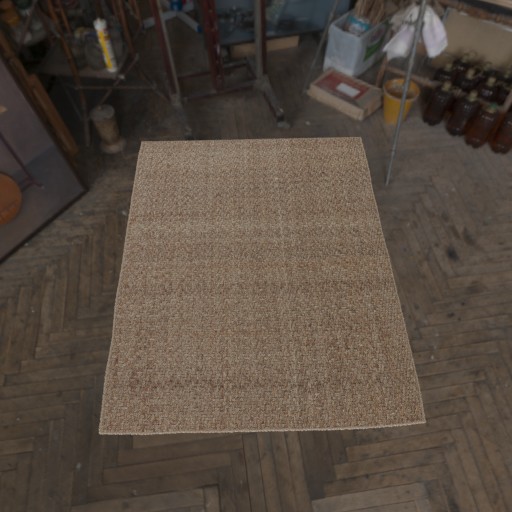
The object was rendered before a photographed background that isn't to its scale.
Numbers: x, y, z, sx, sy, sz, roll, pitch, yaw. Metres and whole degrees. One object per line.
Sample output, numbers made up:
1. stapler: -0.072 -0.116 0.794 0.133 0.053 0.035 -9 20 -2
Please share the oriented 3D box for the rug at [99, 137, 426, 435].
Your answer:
1. rug: 0.000 0.000 4.043 2.439 0.013 3.048 -2 57 -1
